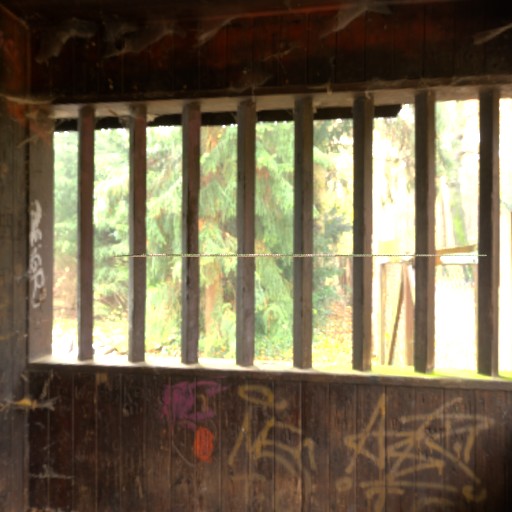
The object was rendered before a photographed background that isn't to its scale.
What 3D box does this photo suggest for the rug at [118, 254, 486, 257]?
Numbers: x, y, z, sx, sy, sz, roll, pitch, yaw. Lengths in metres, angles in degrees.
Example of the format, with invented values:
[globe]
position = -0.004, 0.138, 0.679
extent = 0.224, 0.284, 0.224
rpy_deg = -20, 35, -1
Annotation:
[rug]
position = 0.000, 0.000, 4.215
extent = 2.436, 0.007, 3.045
rpy_deg = 0, 0, -20
